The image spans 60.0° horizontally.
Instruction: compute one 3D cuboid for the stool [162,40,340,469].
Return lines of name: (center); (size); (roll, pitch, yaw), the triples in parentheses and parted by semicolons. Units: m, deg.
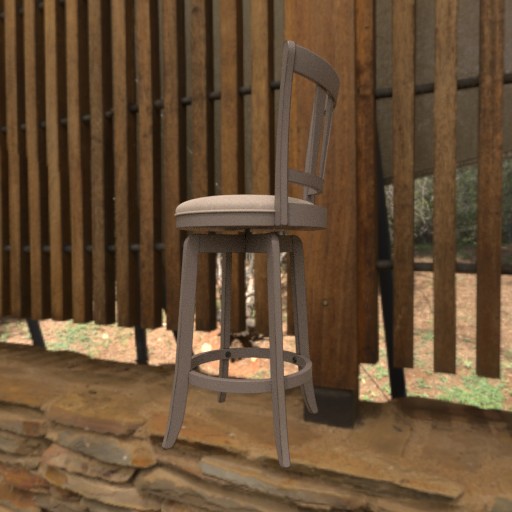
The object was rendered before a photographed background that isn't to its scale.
stool: (0.000, 0.000, 1.294); (0.475, 1.023, 0.436); (0, 1, 18)
